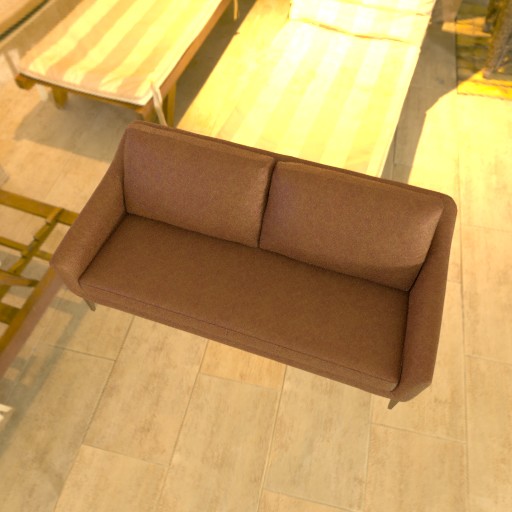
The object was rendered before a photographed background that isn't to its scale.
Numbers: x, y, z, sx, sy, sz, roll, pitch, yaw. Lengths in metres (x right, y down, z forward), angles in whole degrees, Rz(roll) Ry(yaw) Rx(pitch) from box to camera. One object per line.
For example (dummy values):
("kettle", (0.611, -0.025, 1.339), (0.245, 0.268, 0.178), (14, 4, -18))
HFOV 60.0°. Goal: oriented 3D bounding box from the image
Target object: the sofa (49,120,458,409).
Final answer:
("sofa", (0.000, 0.000, 2.536), (2.036, 0.945, 0.981), (16, 59, 10))
